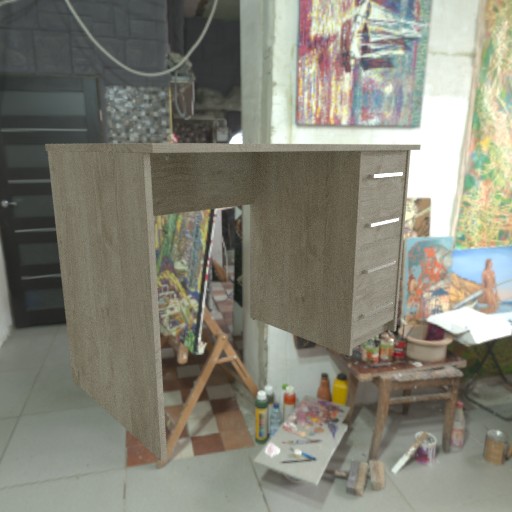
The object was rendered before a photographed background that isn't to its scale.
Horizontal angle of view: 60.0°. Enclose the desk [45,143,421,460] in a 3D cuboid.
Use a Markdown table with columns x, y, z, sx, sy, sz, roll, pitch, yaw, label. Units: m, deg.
| x | y | z | sx | sy | sz | roll | pitch | yaw | label |
| --- | --- | --- | --- | --- | --- | --- | --- | --- | --- |
| 0.000 | 0.000 | 1.495 | 1.096 | 0.730 | 0.560 | -13 | 19 | -42 | desk |
